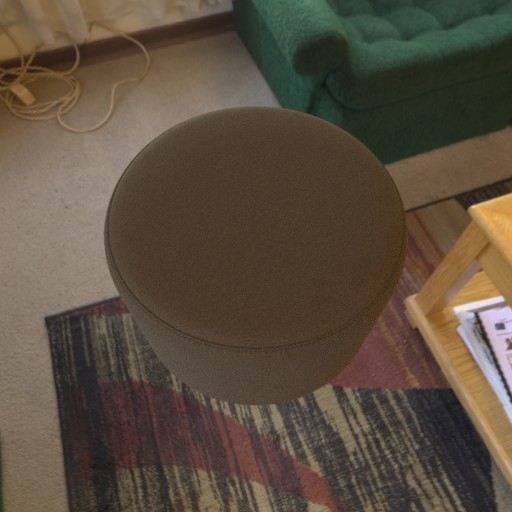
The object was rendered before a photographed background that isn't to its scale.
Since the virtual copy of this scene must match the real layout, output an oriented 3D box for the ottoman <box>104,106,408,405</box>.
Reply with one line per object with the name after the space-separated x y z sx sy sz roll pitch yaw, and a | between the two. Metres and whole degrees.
0.000 0.000 1.029 0.608 0.433 0.608 0 59 0 | ottoman
